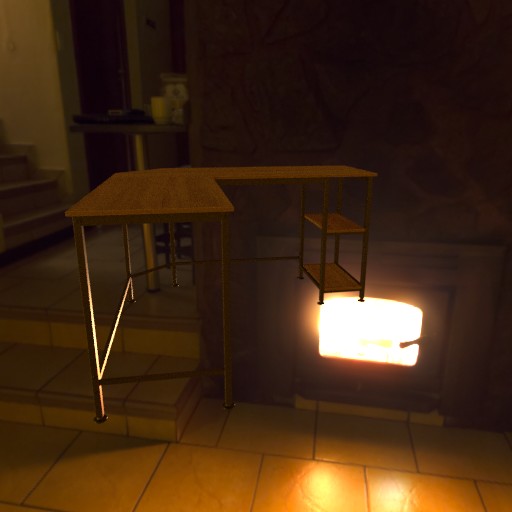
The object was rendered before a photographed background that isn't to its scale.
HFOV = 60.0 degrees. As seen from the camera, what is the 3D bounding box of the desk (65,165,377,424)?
[{"bbox_3d":[0.000,0.000,2.176,1.379,0.739,1.379,-3,17,-9],"label":"desk"}]
